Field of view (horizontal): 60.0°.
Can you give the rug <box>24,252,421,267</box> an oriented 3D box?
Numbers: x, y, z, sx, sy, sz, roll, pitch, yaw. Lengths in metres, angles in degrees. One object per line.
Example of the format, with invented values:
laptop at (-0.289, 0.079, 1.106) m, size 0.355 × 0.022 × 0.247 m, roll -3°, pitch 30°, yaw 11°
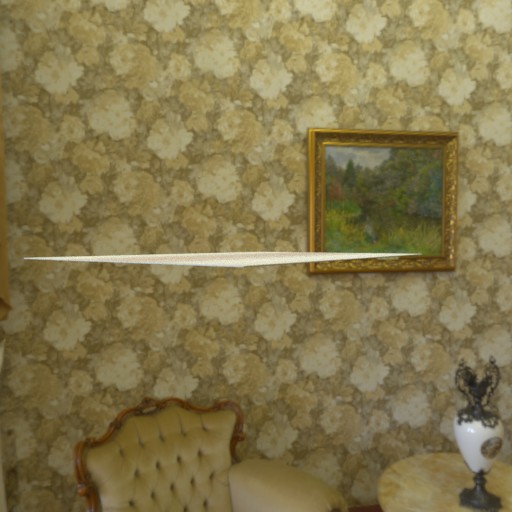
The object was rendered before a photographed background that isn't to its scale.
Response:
rug at (0.000, 0.000, 2.368) m, size 1.234 × 0.006 × 1.850 m, roll 1°, pitch 2°, yaw 35°
